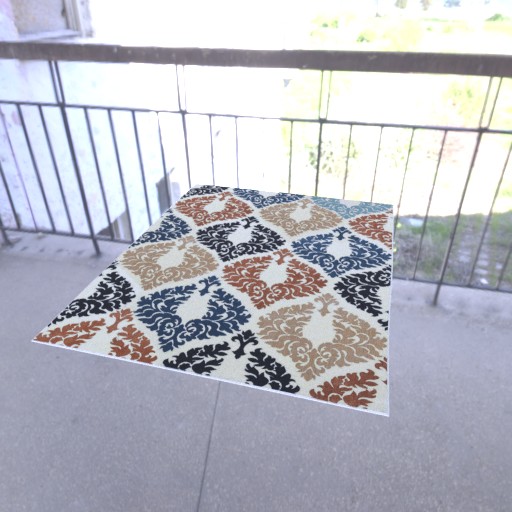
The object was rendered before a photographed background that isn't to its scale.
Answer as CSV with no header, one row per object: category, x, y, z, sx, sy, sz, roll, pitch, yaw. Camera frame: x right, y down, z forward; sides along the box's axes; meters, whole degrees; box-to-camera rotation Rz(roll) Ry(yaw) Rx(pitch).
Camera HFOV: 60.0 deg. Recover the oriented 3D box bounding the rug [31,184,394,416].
rug,0.000,0.000,4.062,2.423,0.014,3.040,8,32,13
